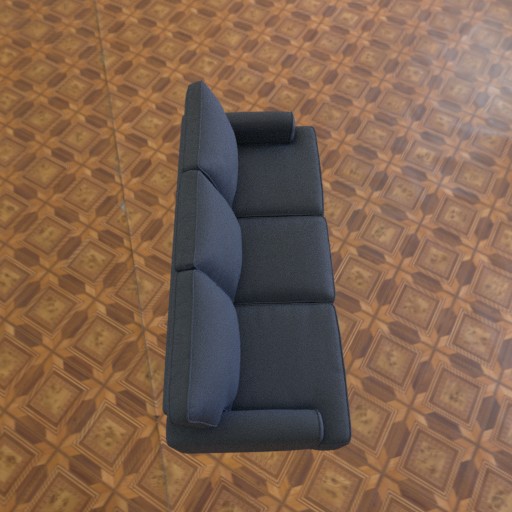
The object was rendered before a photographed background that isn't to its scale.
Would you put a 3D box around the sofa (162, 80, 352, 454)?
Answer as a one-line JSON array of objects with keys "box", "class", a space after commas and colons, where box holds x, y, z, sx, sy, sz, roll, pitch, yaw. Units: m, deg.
[{"box": [0.000, 0.000, 2.700, 0.951, 0.965, 2.158, -1, 62, -1], "class": "sofa"}]
